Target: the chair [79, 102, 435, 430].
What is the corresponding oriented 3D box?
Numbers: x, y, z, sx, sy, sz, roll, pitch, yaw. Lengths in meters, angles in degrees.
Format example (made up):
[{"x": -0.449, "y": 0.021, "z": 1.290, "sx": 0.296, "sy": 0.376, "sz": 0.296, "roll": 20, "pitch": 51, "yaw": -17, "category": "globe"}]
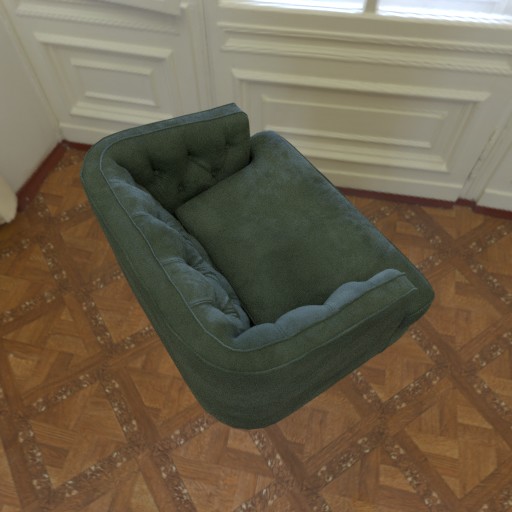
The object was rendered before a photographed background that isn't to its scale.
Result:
[{"x": 0.000, "y": 0.000, "z": 1.761, "sx": 0.941, "sy": 0.852, "sz": 1.104, "roll": -29, "pitch": 62, "yaw": -17, "category": "chair"}]
